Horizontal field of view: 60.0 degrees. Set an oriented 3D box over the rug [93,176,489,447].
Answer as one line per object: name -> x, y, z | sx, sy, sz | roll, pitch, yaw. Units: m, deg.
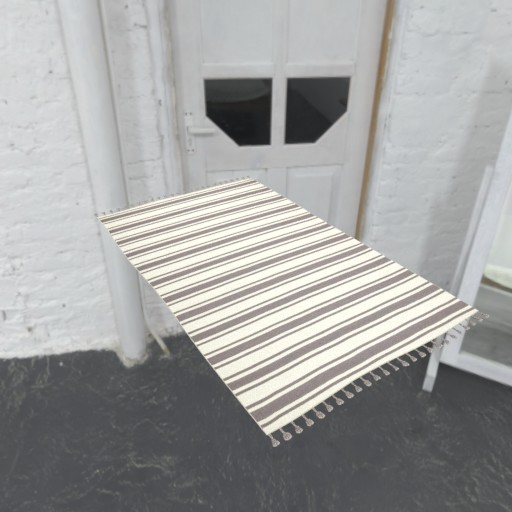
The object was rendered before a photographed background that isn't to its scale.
rug -> 0.000, 0.000, 2.499 | 1.229, 0.011, 2.096 | -19, 37, -28
